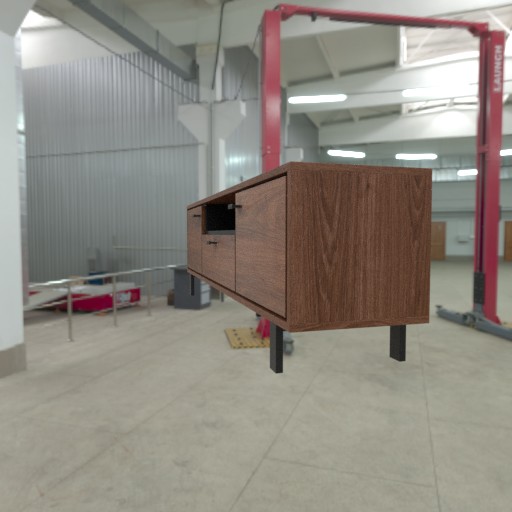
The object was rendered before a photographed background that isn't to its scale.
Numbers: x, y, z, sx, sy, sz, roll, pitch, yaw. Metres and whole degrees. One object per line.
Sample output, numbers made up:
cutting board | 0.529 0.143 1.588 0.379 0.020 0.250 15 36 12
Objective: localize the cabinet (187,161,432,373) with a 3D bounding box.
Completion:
cabinet | 0.000 0.000 1.820 0.400 0.500 1.650 -1 3 -17
